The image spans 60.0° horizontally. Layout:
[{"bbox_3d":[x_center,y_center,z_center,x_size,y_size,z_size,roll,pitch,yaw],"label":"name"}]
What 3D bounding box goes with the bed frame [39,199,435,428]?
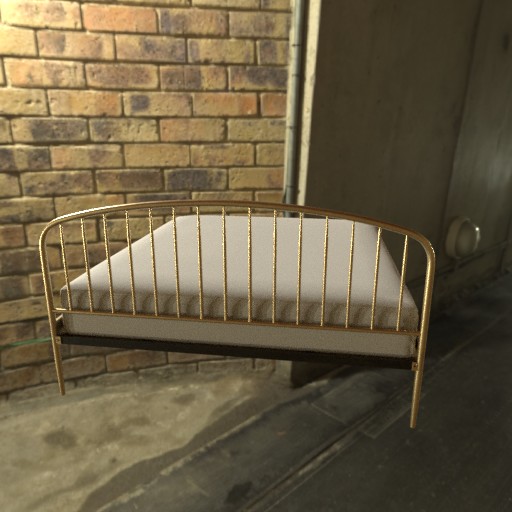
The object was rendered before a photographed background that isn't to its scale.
[{"bbox_3d":[0.000,0.000,3.309,2.016,1.174,2.152,2,16,8],"label":"bed frame"}]
